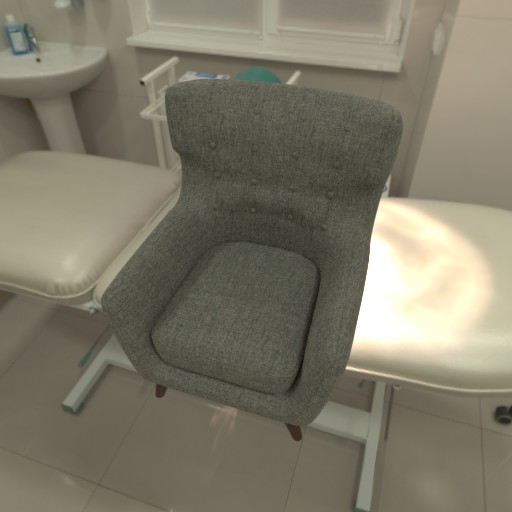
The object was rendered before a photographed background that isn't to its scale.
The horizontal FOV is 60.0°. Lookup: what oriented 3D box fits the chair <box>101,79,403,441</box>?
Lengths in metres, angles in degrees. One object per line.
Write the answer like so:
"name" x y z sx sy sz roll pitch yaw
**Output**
"chair" 0.000 0.000 1.731 0.878 1.063 0.904 12 43 14
